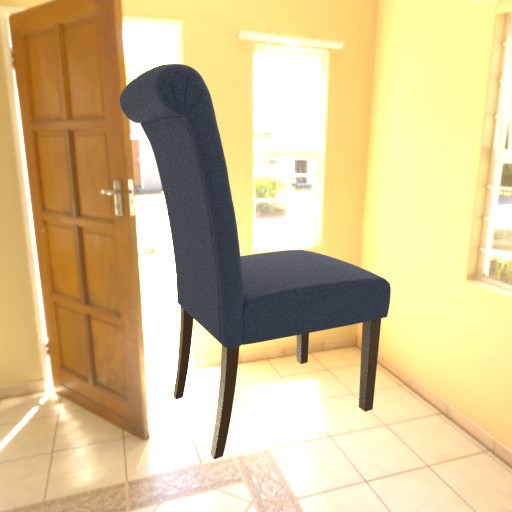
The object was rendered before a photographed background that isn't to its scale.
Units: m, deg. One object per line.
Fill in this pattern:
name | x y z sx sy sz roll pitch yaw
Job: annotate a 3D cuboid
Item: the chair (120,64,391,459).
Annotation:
chair | 0.000 0.000 1.340 0.671 1.006 0.456 -7 15 -27
